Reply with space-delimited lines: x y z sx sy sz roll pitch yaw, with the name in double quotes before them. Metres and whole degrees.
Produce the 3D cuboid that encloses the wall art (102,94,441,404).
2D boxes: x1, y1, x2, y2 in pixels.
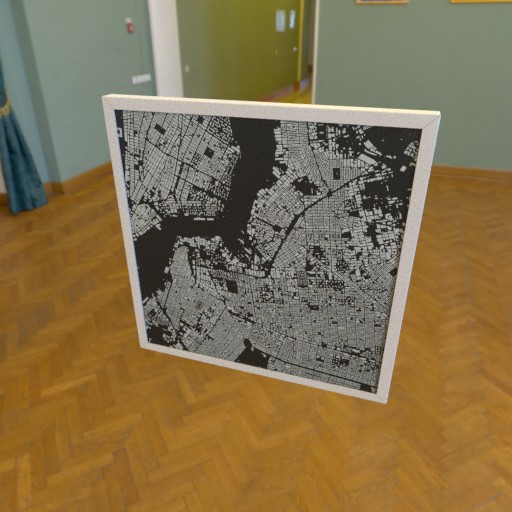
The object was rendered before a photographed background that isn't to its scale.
"wall art" 0.000 0.000 1.152 0.761 0.762 0.050 9 29 16
